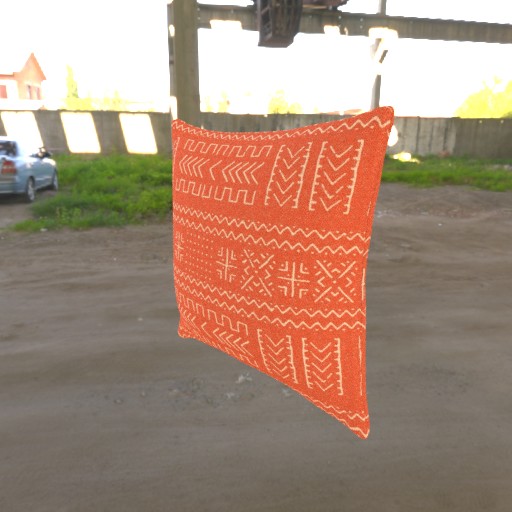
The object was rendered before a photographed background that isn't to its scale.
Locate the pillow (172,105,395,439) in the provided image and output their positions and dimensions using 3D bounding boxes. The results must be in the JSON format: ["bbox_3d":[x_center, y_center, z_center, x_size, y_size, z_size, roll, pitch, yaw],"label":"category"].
[{"bbox_3d":[0.000,0.000,0.695,0.164,0.429,0.438,-14,21,-42],"label":"pillow"}]
